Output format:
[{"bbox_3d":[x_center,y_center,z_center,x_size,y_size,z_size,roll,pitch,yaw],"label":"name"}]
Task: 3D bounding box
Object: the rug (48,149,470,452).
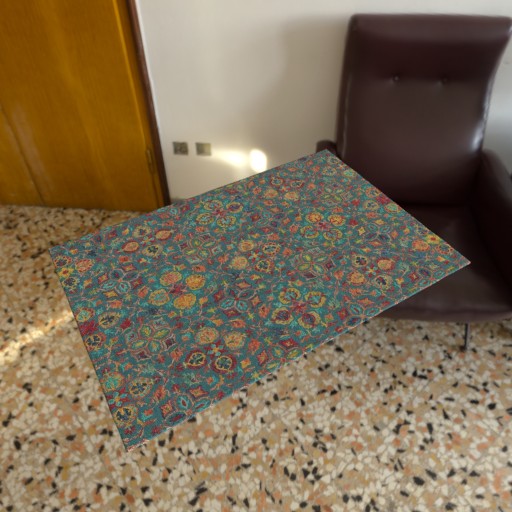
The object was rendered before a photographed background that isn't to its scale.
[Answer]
[{"bbox_3d":[0.000,0.000,2.302,1.836,0.014,1.216,-24,51,-21],"label":"rug"}]
